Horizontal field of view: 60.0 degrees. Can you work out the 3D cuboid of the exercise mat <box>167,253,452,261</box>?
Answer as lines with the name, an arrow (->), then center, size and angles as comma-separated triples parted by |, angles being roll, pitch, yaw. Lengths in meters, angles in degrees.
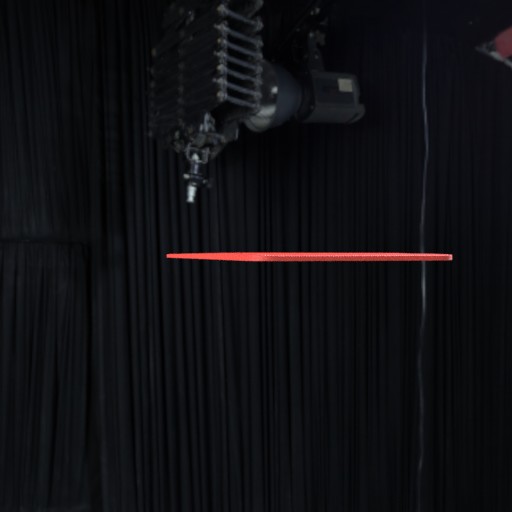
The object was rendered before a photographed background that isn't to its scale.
exercise mat -> 0.000, 0.000, 2.029 | 0.616, 0.021, 1.869 | 0, 0, -18
